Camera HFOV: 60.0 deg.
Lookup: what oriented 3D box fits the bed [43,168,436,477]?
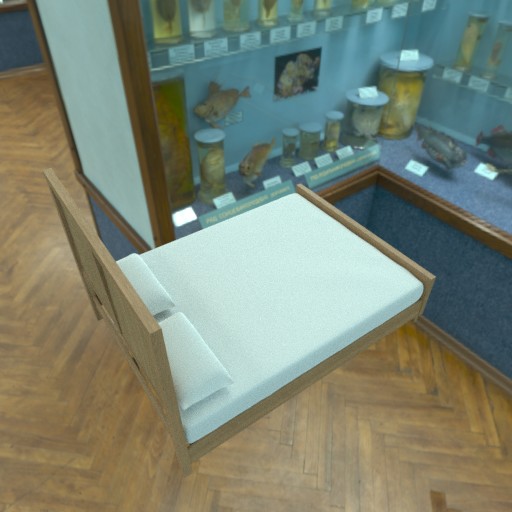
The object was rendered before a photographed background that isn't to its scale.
[{"bbox_3d":[0.000,0.000,3.244,2.184,1.387,1.606,-25,47,-26],"label":"bed"}]
